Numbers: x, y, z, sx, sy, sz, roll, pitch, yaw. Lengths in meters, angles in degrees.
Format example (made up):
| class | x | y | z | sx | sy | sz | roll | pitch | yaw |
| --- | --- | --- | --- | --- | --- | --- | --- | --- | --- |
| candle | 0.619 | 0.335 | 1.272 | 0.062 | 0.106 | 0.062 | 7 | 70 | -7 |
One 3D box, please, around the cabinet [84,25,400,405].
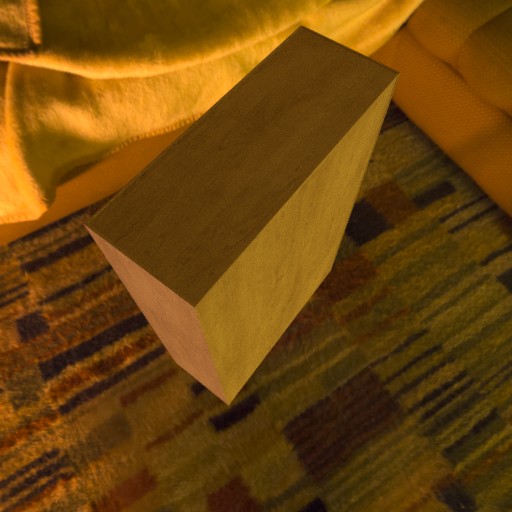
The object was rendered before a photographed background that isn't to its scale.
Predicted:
| class | x | y | z | sx | sy | sz | roll | pitch | yaw |
| --- | --- | --- | --- | --- | --- | --- | --- | --- | --- |
| cabinet | 0.000 | 0.000 | 2.508 | 0.510 | 1.910 | 1.290 | 34 | 68 | 16 |
